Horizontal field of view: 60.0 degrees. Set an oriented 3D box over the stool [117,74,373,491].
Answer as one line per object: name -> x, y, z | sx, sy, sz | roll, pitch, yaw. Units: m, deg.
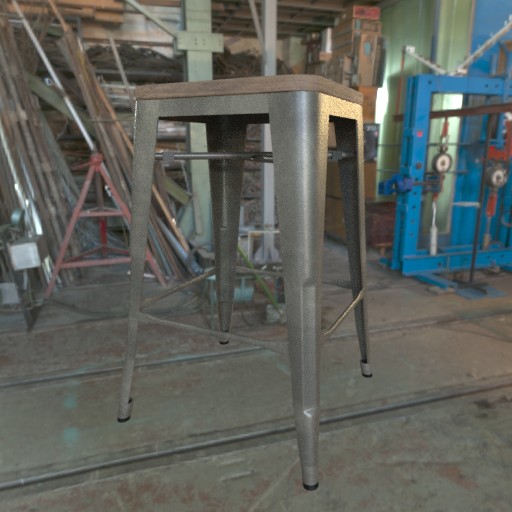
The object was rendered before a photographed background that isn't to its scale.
stool -> 0.000, 0.000, 0.866 | 0.407, 0.607, 0.407 | 7, 16, 26
